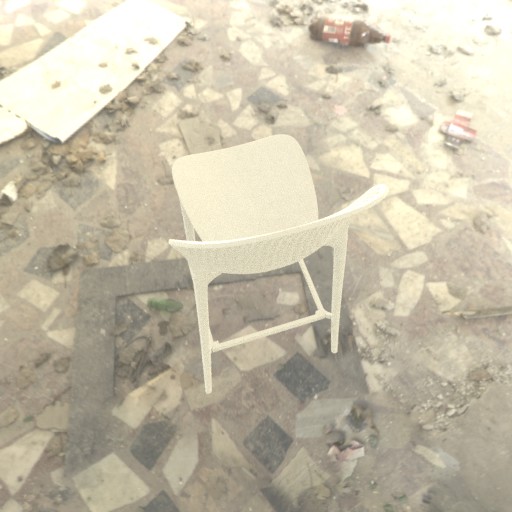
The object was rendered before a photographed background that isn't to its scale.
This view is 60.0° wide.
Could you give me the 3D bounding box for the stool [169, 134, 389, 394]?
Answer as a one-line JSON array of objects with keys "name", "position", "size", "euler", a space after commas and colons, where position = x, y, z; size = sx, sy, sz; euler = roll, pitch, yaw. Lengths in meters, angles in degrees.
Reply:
[{"name": "stool", "position": [0.000, 0.000, 1.367], "size": [0.536, 1.045, 0.535], "euler": [-15, 61, -9]}]
